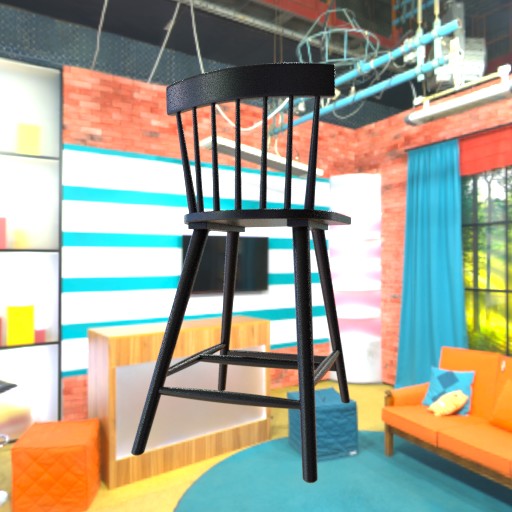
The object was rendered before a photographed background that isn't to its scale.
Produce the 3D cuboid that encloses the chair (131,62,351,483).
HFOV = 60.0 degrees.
[{"bbox_3d":[0.000,0.000,1.257,0.483,0.952,0.572,0,-1,18],"label":"chair"}]
